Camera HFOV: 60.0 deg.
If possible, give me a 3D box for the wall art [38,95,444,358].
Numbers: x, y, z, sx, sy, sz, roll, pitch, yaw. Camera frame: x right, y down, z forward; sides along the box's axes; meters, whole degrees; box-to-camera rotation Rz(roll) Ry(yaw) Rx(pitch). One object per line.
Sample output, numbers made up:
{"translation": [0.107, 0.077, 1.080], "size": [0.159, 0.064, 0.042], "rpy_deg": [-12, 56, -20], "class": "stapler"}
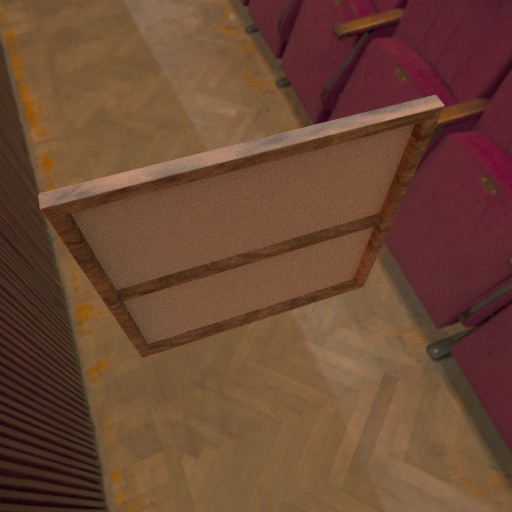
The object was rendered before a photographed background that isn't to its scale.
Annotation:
{"translation": [0.000, 0.000, 1.101], "size": [0.747, 0.747, 0.035], "rpy_deg": [-16, 60, -10], "class": "wall art"}
